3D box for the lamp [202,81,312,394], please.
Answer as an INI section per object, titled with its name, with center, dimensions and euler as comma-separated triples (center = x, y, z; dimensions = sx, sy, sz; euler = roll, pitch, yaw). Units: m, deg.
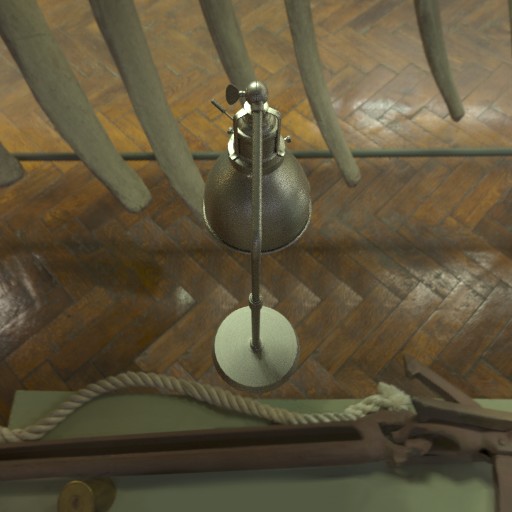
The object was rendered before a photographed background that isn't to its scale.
[lamp]
center = 0.000, 0.000, 0.589
dimensions = 0.153, 0.456, 0.286
euler = 0, 64, 0
